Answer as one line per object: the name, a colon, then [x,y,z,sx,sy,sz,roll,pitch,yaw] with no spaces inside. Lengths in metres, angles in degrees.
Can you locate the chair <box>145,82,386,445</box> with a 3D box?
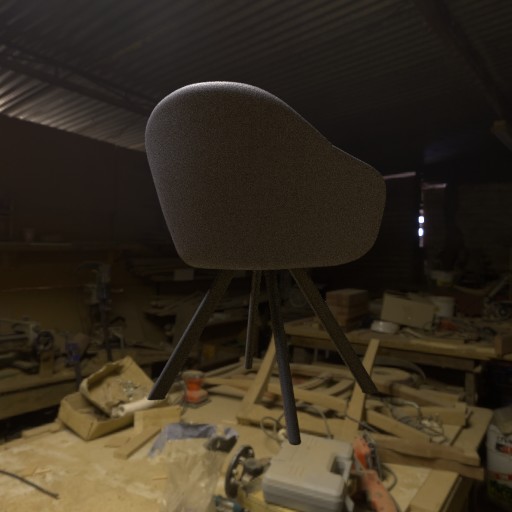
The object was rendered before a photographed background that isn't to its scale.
chair: [0.000,0.000,1.222,0.590,0.795,0.550,1,1,37]
